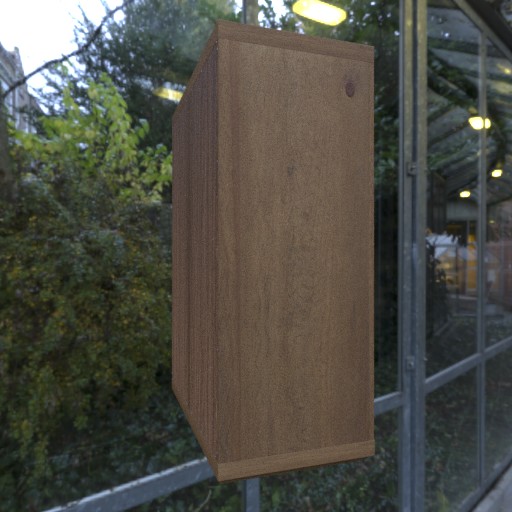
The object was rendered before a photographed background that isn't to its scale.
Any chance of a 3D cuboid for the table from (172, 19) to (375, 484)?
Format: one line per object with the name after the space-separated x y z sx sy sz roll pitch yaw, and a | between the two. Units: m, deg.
0.000 0.000 1.721 0.524 1.294 0.901 0 0 -19 | table
